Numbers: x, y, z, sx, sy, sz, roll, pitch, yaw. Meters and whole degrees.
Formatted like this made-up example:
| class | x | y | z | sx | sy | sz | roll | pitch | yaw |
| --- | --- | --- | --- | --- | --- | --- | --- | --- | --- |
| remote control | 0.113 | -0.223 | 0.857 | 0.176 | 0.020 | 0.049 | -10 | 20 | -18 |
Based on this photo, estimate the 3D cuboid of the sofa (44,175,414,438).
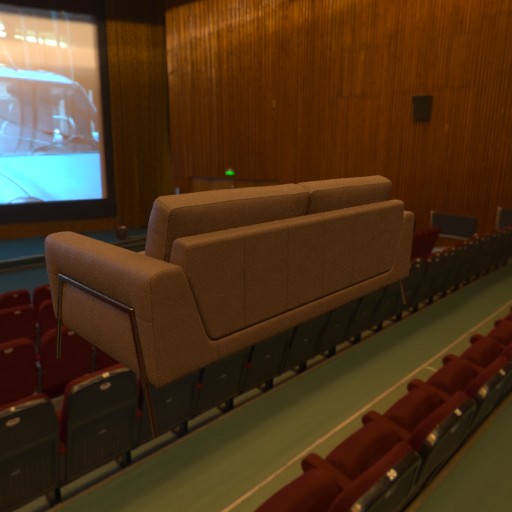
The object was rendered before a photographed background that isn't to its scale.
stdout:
| class | x | y | z | sx | sy | sz | roll | pitch | yaw |
| --- | --- | --- | --- | --- | --- | --- | --- | --- | --- |
| sofa | 0.000 | 0.000 | 2.556 | 0.953 | 0.875 | 2.017 | 14 | 20 | 43 |
